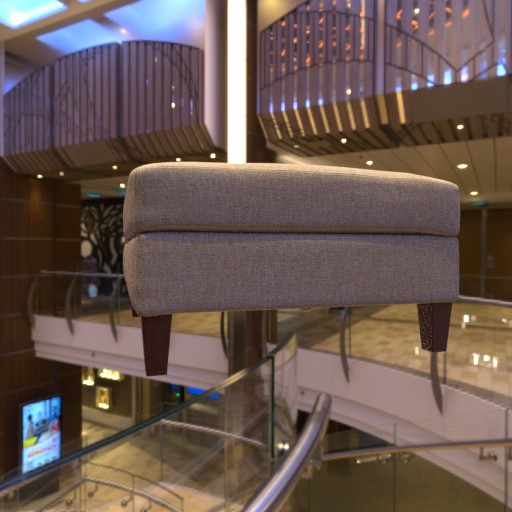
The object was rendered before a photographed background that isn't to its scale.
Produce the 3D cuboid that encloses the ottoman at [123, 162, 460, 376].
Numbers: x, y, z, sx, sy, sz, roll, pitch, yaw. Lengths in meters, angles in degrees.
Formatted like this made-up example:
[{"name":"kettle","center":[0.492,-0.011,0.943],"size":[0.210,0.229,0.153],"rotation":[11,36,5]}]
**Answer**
[{"name":"ottoman","center":[0.000,0.000,1.473],"size":[0.836,0.492,0.976],"rotation":[0,1,-17]}]
